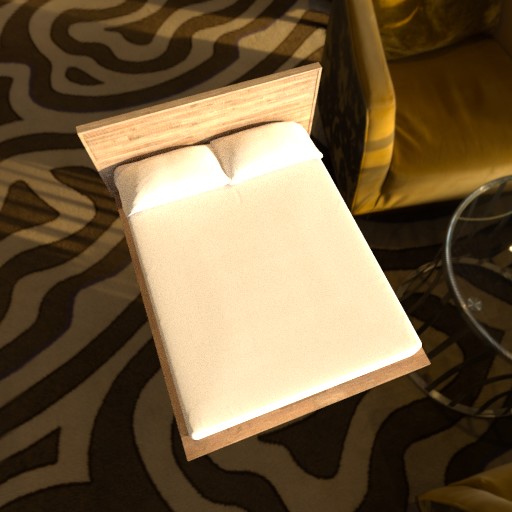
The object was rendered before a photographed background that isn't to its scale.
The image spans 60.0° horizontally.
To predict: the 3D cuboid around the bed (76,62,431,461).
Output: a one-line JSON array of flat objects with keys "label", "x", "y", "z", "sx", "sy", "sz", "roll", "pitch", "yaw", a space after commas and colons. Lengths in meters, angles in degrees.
[{"label": "bed", "x": 0.000, "y": 0.000, "z": 3.108, "sx": 1.759, "sy": 1.071, "sz": 2.145, "roll": -18, "pitch": 65, "yaw": -9}]
